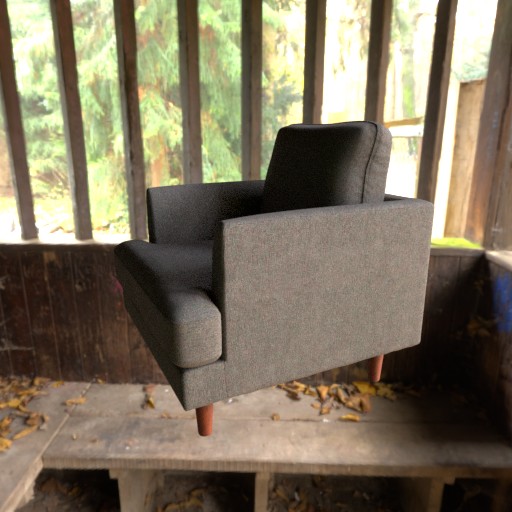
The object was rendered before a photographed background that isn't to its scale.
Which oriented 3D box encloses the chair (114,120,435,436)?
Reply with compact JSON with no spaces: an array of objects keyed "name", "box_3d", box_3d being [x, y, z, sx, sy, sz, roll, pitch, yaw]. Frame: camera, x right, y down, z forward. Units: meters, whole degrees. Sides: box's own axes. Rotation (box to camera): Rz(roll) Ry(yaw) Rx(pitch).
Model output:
[{"name":"chair","box_3d":[0.000,0.000,1.640,0.899,0.957,0.858,-8,18,-26]}]
